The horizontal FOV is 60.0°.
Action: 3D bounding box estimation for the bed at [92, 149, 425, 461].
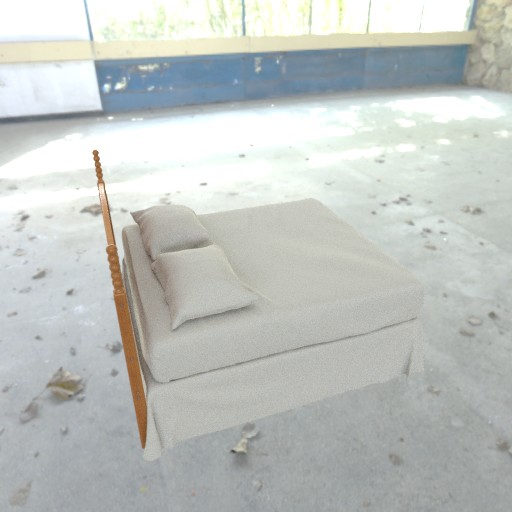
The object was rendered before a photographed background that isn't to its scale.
[{"bbox_3d":[0.000,0.000,3.268,2.040,1.356,1.873,-10,31,-17],"label":"bed"}]
